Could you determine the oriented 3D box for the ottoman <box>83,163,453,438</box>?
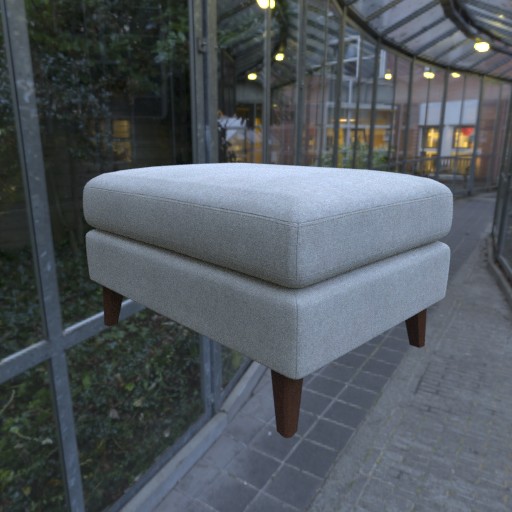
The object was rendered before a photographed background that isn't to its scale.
[{"bbox_3d":[0.000,0.000,1.217,0.610,0.478,0.823,-14,20,-42],"label":"ottoman"}]
